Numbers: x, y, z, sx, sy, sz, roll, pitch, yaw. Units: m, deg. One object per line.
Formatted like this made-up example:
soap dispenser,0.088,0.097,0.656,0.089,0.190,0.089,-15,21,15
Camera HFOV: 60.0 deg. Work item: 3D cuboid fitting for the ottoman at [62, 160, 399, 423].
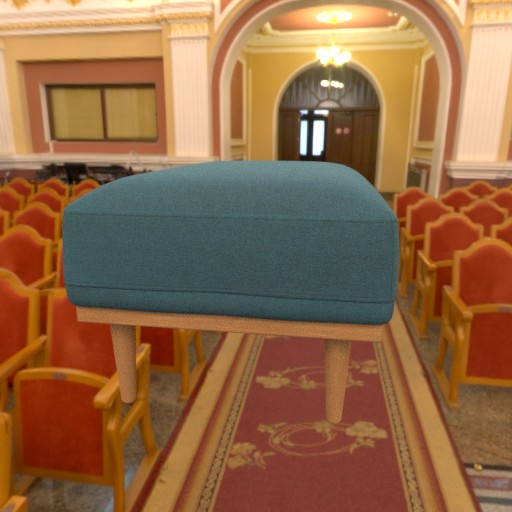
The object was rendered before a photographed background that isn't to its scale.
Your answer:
ottoman,0.000,0.000,1.050,0.549,0.428,0.749,2,15,9
